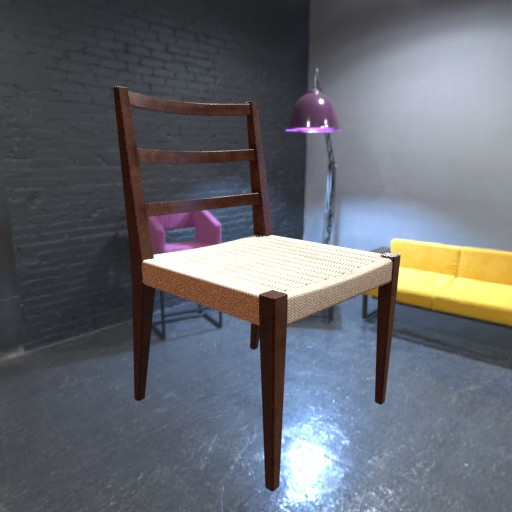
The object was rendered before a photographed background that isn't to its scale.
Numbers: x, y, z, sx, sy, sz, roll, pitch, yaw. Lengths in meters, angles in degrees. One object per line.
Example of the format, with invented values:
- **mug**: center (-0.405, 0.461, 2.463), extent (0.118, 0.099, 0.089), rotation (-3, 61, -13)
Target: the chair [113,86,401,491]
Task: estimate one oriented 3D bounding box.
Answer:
- **chair**: center (0.000, 0.000, 1.132), extent (0.551, 0.813, 0.480), rotation (12, 18, 43)
